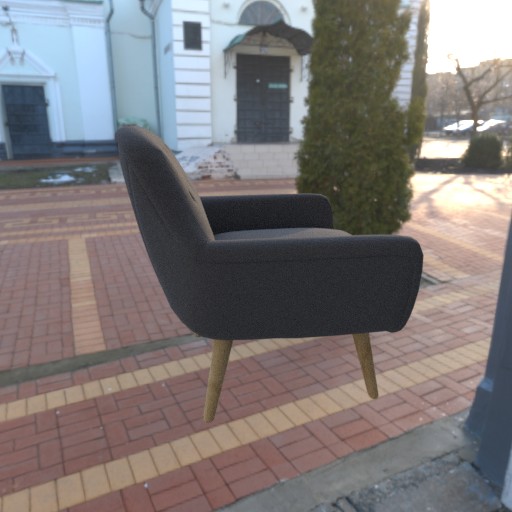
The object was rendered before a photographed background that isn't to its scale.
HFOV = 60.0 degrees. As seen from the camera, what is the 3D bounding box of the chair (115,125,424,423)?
[{"bbox_3d":[0.000,0.000,1.417,0.779,0.800,0.770,-3,17,-10],"label":"chair"}]
